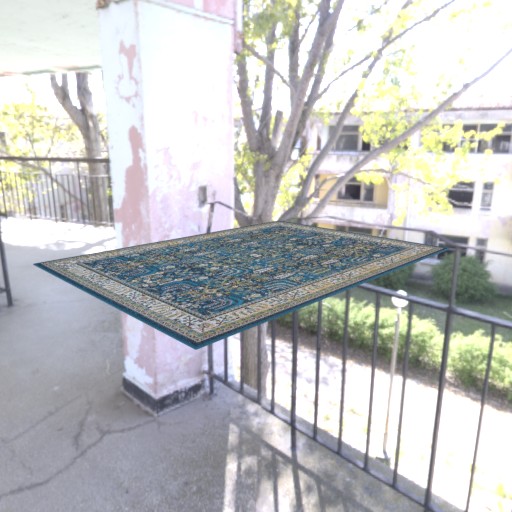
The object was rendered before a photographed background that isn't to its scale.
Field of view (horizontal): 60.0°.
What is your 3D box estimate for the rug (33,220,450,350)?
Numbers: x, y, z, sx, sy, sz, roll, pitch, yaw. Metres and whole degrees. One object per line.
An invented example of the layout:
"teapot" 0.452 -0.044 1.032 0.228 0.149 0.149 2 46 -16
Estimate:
"rug" 0.000 0.000 3.976 3.044 0.015 2.226 -14 20 -43
